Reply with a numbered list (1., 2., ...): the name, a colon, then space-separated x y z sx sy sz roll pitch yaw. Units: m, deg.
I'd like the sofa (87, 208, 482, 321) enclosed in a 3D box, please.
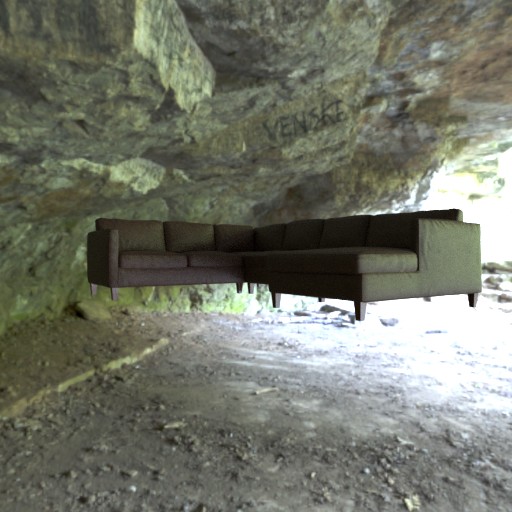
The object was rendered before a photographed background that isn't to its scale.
1. sofa: 0.000 0.000 4.618 2.593 0.923 3.460 0 0 -35
